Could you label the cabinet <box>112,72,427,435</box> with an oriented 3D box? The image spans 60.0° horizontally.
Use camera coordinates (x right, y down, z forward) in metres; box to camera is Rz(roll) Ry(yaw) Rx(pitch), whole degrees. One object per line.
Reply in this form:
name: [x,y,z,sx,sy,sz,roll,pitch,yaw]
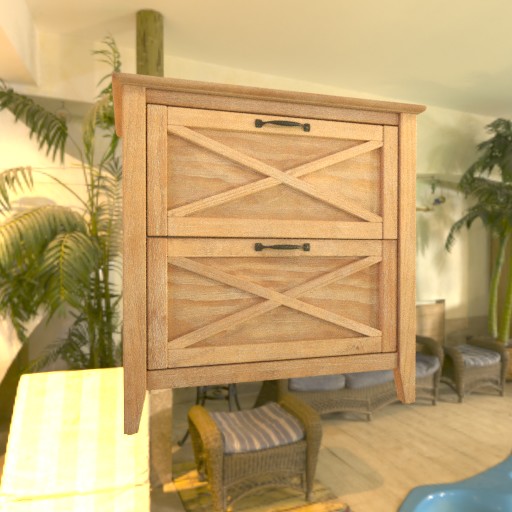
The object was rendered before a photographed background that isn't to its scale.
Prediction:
cabinet: [0.000,0.000,1.256,0.763,0.762,0.503,0,1,-16]
